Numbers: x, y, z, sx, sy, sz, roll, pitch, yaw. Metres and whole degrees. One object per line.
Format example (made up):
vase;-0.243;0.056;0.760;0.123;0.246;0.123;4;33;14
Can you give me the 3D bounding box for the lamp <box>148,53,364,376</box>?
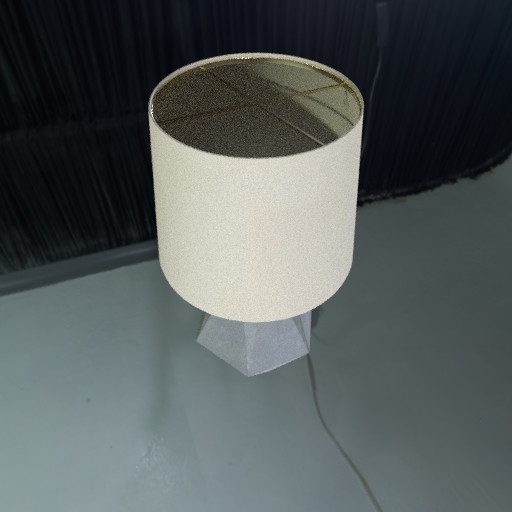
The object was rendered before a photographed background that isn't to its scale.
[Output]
lamp;0.000;0.000;0.660;0.276;0.501;0.276;0;47;0
